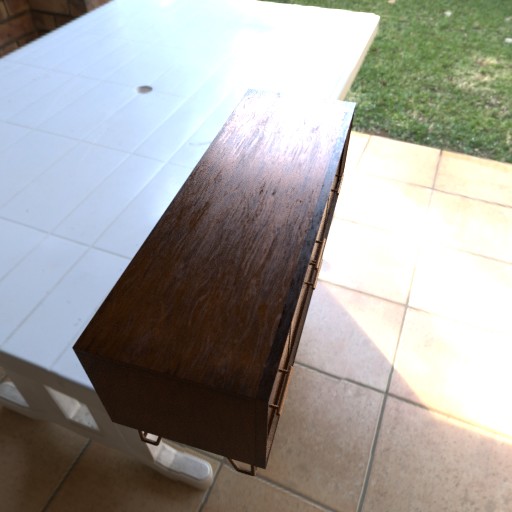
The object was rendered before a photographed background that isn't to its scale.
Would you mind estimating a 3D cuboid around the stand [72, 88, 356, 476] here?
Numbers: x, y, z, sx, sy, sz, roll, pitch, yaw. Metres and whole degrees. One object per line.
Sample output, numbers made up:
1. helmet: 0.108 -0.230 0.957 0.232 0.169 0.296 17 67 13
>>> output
1. stand: 0.000 0.000 1.649 0.481 0.610 1.372 12 47 11
